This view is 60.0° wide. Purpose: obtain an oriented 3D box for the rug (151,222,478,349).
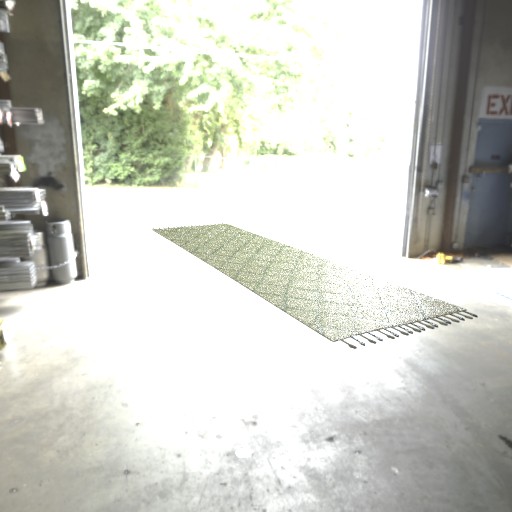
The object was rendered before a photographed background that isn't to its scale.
[{"bbox_3d":[0.000,0.000,2.481,0.620,0.008,2.372,-7,15,-27],"label":"rug"}]
